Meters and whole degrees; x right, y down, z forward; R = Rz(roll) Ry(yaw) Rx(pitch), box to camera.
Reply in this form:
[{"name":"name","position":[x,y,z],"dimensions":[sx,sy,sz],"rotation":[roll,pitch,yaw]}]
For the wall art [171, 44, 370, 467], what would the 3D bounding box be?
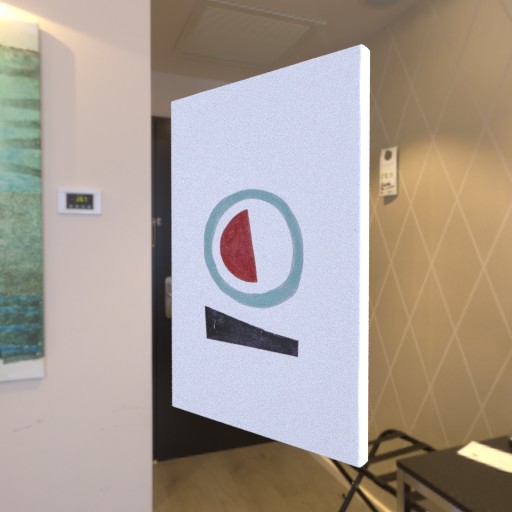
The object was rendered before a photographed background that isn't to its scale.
[{"name":"wall art","position":[0.000,0.000,1.142],"dimensions":[0.602,0.902,0.048],"rotation":[1,1,38]}]
